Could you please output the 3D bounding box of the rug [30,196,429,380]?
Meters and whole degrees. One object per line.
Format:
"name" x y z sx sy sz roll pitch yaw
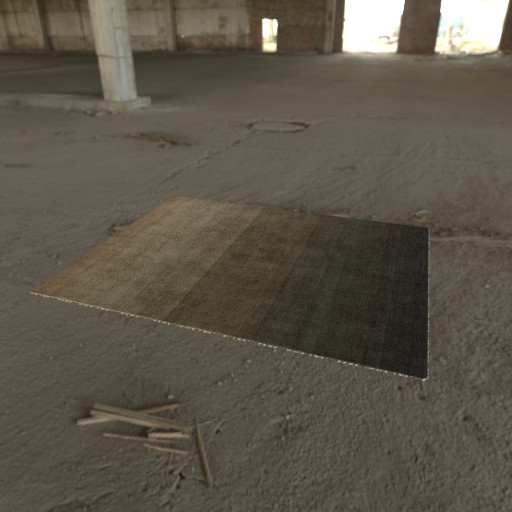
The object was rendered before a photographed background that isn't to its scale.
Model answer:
"rug" 0.000 0.000 3.932 2.902 0.017 2.306 9 29 17
